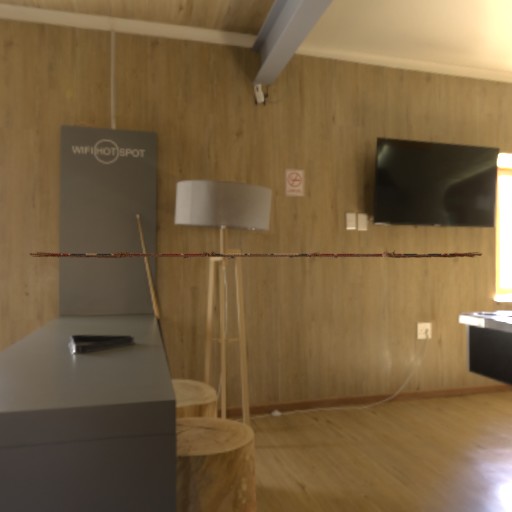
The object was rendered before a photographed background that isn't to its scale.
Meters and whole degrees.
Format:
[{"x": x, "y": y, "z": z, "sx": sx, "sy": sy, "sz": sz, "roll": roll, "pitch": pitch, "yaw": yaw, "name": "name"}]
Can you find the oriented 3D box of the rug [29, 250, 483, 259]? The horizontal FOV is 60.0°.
[{"x": 0.000, "y": 0.000, "z": 2.554, "sx": 2.025, "sy": 0.040, "sz": 1.469, "roll": 0, "pitch": 0, "yaw": 1, "name": "rug"}]
